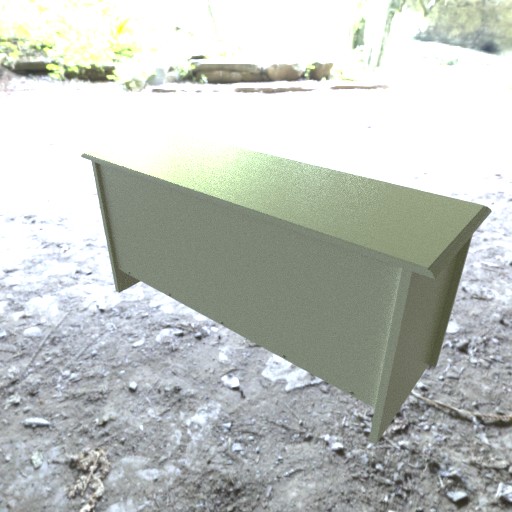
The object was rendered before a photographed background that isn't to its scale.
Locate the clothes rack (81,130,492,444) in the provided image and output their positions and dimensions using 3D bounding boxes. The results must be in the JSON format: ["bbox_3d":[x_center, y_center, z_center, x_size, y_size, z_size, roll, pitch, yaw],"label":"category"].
[{"bbox_3d":[0.000,0.000,1.456,1.218,0.558,0.405,22,37,33],"label":"clothes rack"}]
